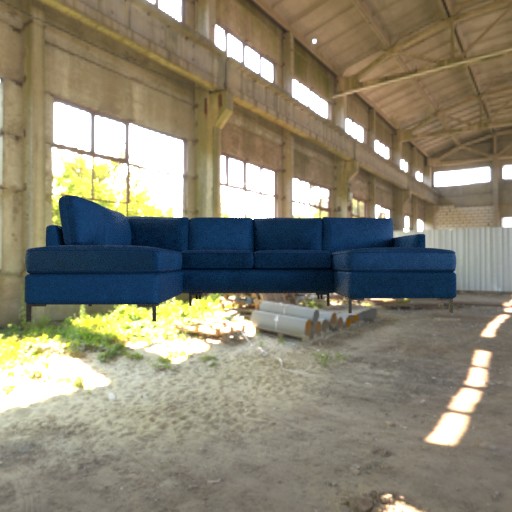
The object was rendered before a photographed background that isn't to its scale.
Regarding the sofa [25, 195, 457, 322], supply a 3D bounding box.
[{"bbox_3d":[0.000,0.000,4.264,3.434,0.992,2.055,0,-1,-1],"label":"sofa"}]
